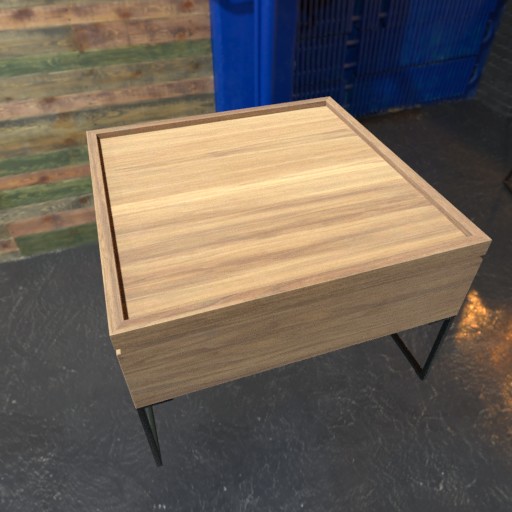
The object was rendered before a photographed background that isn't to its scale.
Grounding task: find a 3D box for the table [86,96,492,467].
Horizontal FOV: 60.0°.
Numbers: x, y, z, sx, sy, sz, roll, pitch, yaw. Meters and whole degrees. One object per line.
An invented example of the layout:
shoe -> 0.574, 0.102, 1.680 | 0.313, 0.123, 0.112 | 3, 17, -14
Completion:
table -> 0.000, 0.000, 1.116 | 0.679, 0.464, 0.676 | -13, 44, -14
